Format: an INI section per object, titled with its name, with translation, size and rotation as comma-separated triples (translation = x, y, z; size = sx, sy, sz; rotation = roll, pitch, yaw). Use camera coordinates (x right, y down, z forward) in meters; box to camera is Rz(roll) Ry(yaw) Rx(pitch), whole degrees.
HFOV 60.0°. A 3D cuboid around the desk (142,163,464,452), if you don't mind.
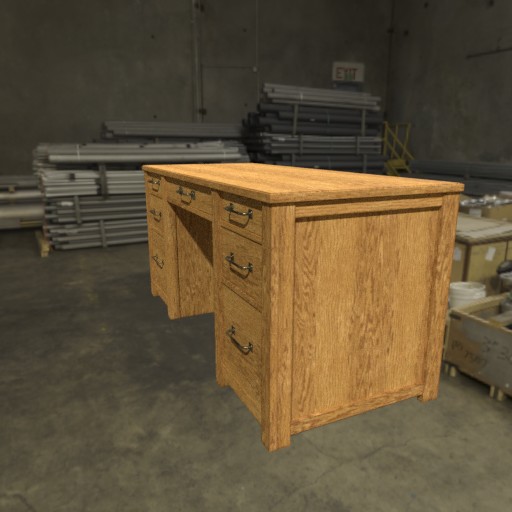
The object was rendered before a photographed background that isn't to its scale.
[desk]
translation = 0.000, 0.000, 2.007
size = 0.685, 0.751, 1.567
rotation = -7, 16, -24
